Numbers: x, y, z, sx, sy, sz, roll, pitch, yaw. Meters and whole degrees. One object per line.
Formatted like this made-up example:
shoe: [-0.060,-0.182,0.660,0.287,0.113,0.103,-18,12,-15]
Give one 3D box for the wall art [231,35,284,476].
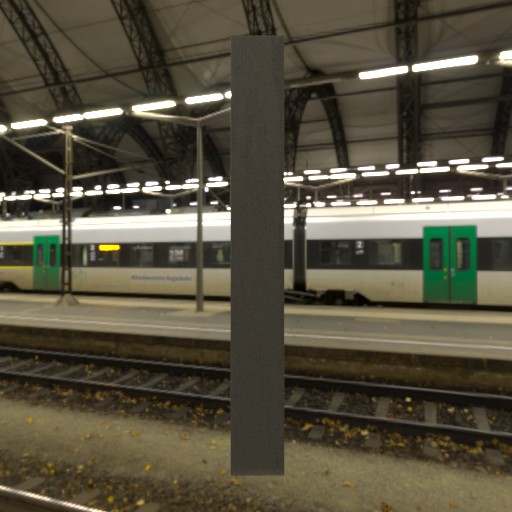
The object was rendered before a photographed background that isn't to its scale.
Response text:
wall art: [0.000,0.000,0.459,0.037,0.305,0.305,0,0,0]
